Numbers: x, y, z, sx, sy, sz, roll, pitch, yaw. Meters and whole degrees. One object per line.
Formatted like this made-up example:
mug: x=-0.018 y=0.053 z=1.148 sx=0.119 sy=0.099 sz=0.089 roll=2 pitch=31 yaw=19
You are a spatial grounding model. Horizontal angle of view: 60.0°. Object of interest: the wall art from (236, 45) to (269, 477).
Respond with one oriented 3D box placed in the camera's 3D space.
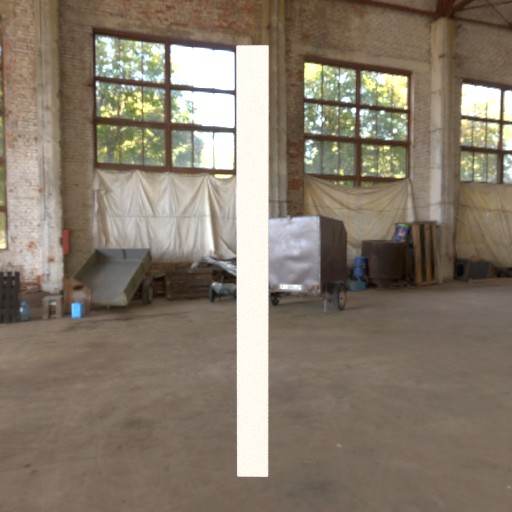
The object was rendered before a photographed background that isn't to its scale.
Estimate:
wall art: x=0.000 y=0.000 z=0.774 sx=0.037 sy=0.508 sz=0.508 roll=0 pitch=3 yaw=1
